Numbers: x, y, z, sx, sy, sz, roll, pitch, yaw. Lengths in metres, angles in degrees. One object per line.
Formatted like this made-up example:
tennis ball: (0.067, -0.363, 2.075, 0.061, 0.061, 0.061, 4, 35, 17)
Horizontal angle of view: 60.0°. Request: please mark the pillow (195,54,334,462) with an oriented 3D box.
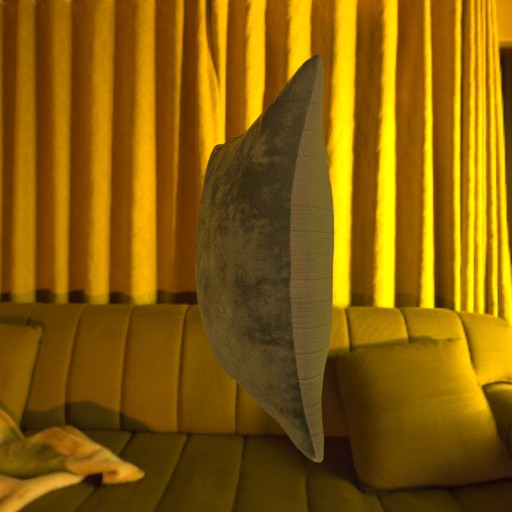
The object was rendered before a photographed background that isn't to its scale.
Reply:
pillow: (0.000, 0.000, 0.717, 0.175, 0.464, 0.470, 0, 0, -18)
